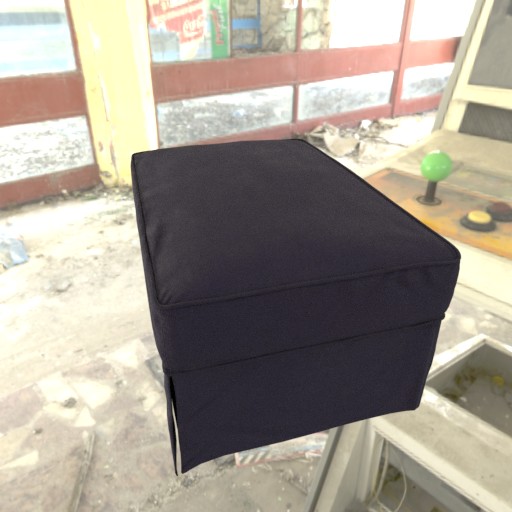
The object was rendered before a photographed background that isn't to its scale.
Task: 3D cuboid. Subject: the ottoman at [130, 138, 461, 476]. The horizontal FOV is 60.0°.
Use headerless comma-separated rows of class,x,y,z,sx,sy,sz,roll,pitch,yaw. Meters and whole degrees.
ottoman,0.000,0.000,1.286,0.637,0.503,0.938,-8,31,-14
